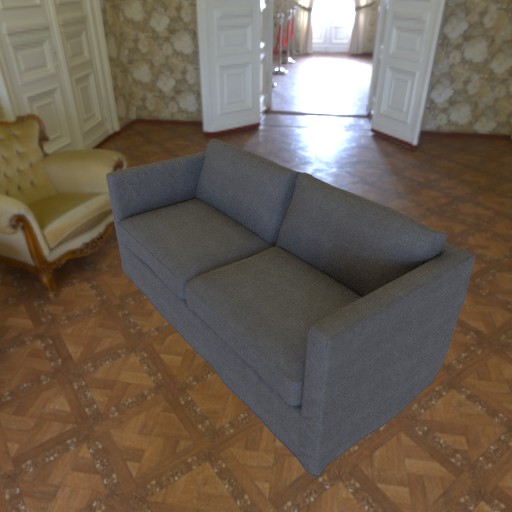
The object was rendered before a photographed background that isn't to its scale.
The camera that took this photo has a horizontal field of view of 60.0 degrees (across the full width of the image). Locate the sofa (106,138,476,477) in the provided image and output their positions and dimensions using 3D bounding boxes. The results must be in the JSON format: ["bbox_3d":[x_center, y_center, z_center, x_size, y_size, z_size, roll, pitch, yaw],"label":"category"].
[{"bbox_3d":[0.000,0.000,2.488,0.953,0.855,1.982,-22,37,-31],"label":"sofa"}]
